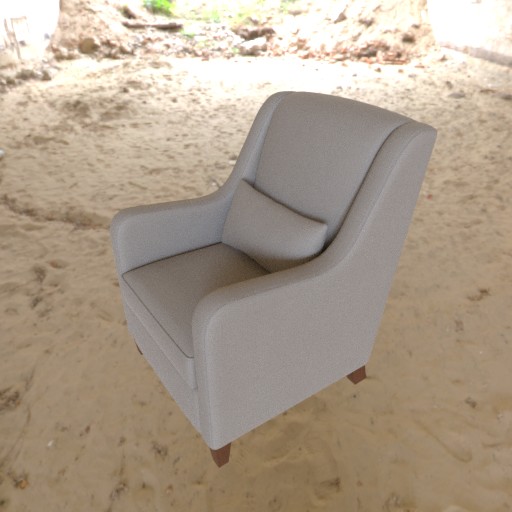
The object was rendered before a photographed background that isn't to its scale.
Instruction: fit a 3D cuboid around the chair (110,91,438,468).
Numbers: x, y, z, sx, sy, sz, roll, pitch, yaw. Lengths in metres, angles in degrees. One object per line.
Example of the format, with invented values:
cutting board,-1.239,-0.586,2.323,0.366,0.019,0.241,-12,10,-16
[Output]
chair,0.000,0.000,1.606,0.863,1.010,0.715,-20,36,-30
